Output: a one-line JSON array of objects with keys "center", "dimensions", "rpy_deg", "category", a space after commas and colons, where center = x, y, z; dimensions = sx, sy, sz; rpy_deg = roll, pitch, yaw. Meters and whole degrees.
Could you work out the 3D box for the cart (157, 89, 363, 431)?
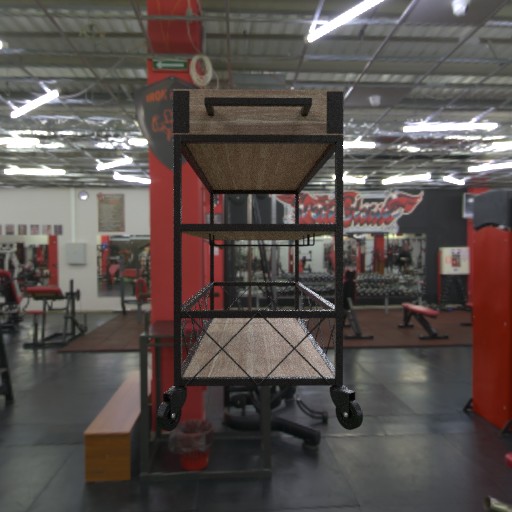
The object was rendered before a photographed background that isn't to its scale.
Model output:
[{"center": [0.000, 0.000, 1.510], "dimensions": [0.500, 0.787, 1.101], "rpy_deg": [0, 1, -1], "category": "cart"}]
